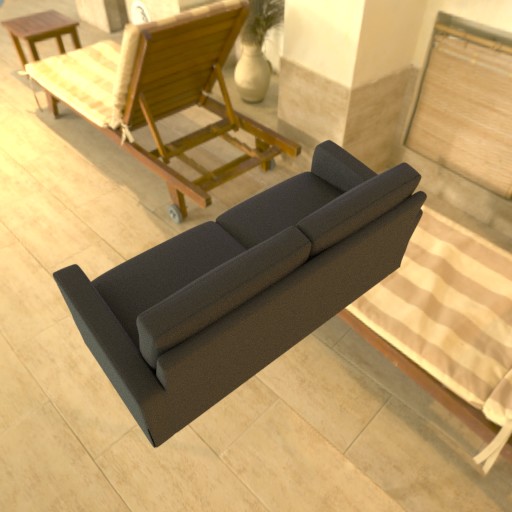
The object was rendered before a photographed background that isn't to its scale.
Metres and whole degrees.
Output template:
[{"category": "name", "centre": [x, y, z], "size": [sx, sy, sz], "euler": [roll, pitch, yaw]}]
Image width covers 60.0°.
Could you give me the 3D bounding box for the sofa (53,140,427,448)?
[{"category": "sofa", "centre": [0.000, 0.000, 2.405], "size": [1.852, 0.839, 0.898], "euler": [-31, 53, -26]}]
